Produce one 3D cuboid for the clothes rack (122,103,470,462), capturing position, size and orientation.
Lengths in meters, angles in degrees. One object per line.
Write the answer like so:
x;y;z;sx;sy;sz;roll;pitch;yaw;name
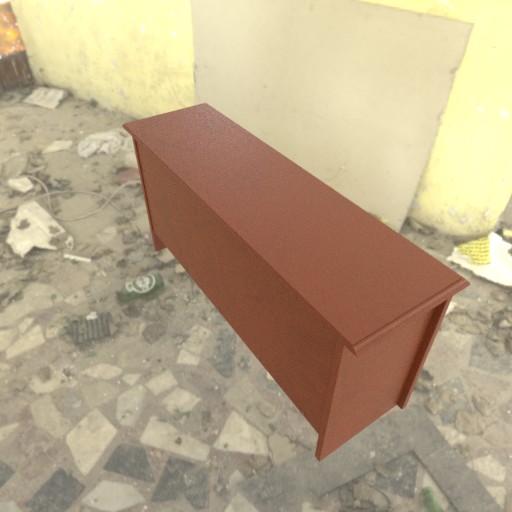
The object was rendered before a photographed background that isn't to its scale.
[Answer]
0.000;0.000;1.532;0.362;0.594;1.251;-24;47;-25;clothes rack
